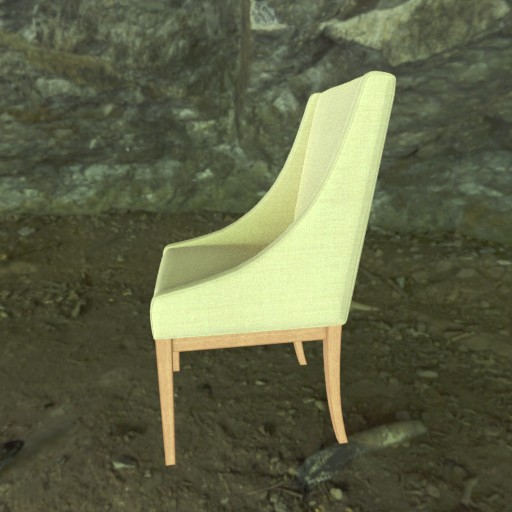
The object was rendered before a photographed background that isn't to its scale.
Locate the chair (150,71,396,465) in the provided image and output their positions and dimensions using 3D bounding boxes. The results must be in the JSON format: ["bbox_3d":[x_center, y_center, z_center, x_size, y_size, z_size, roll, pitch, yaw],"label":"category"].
[{"bbox_3d":[0.000,0.000,1.384,0.611,1.021,0.575,-2,15,-8],"label":"chair"}]
